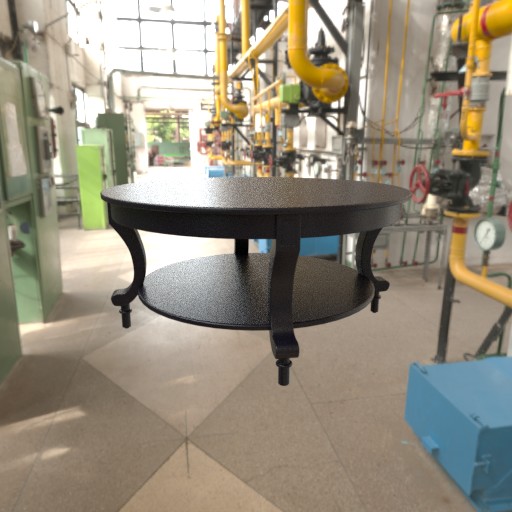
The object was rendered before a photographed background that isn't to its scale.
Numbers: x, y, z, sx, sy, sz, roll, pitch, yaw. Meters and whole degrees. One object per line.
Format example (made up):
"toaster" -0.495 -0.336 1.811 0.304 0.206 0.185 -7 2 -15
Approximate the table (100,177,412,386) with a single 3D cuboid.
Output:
"table" 0.000 0.000 1.599 1.029 0.491 1.029 0 14 0
